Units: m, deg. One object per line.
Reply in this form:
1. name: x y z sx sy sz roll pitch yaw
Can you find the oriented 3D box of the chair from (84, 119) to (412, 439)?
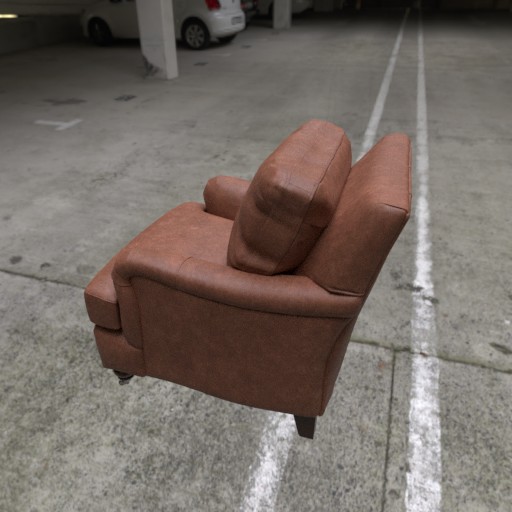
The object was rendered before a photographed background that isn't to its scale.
1. chair: 0.000 0.000 1.935 1.158 1.055 0.986 8 30 15
